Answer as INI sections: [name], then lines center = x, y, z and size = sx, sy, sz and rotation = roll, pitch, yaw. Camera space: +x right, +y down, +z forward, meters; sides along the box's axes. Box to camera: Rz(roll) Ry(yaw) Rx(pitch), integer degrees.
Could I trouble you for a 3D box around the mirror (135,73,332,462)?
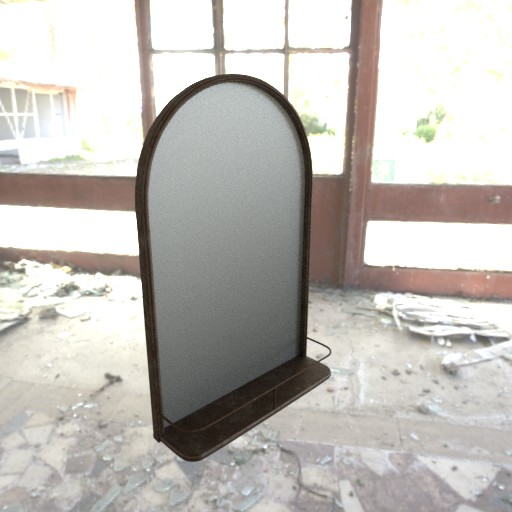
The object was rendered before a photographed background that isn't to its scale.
[mirror]
center = 0.000, 0.000, 1.000
size = 0.510, 0.770, 0.137
rotation = -16, 23, -42
